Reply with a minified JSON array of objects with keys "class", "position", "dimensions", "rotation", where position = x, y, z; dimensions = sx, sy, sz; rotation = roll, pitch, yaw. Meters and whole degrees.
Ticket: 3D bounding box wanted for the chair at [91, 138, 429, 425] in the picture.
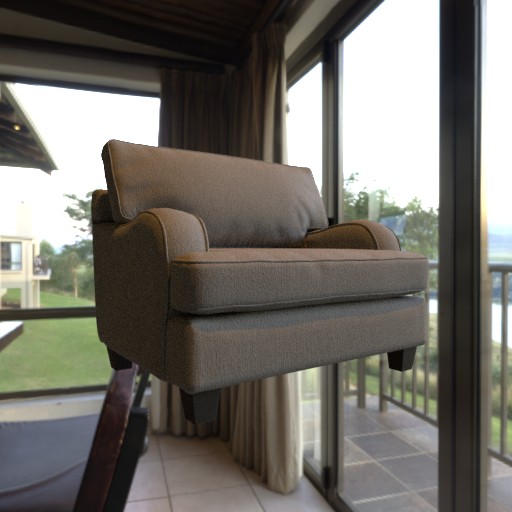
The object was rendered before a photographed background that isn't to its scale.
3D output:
[{"class":"chair","position":[0.000,0.000,2.022],"dimensions":[1.220,1.016,1.041],"rotation":[-1,1,-36]}]
